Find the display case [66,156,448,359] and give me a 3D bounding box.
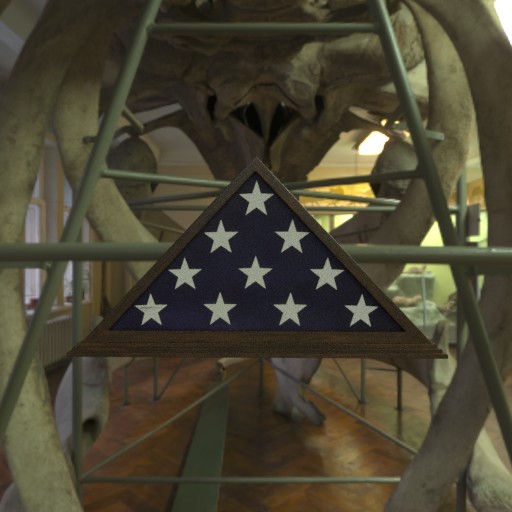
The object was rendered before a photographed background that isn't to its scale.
[{"bbox_3d":[0.000,0.000,0.789,0.640,0.340,0.095,0,0,1],"label":"display case"}]
